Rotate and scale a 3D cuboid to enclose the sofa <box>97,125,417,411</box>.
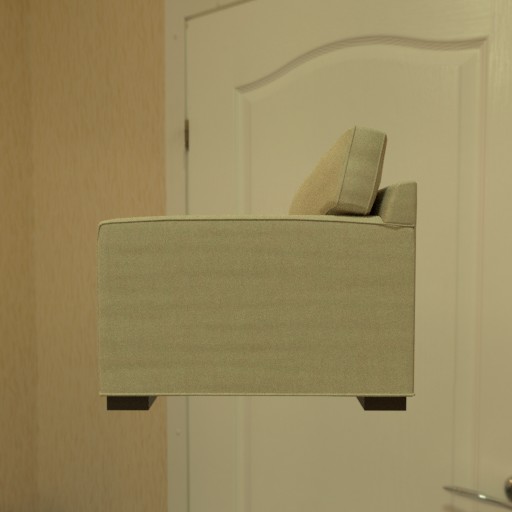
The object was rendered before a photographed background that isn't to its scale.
[{"bbox_3d":[0.000,0.000,2.016,0.942,0.853,1.484,0,2,0],"label":"sofa"}]
